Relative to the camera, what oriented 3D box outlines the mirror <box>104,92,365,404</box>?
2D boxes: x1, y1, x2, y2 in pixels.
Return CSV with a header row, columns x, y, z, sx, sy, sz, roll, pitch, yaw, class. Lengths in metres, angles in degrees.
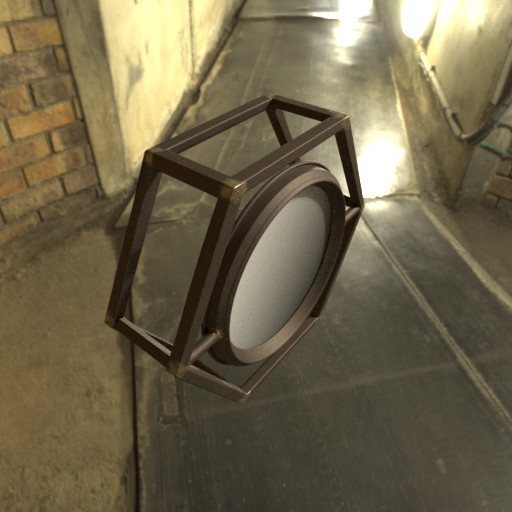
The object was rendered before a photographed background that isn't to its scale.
x,y,z,sx,sy,sz,roll,pitch,yaw,class
0.000,0.000,0.566,0.119,0.334,0.380,27,47,29,mirror
